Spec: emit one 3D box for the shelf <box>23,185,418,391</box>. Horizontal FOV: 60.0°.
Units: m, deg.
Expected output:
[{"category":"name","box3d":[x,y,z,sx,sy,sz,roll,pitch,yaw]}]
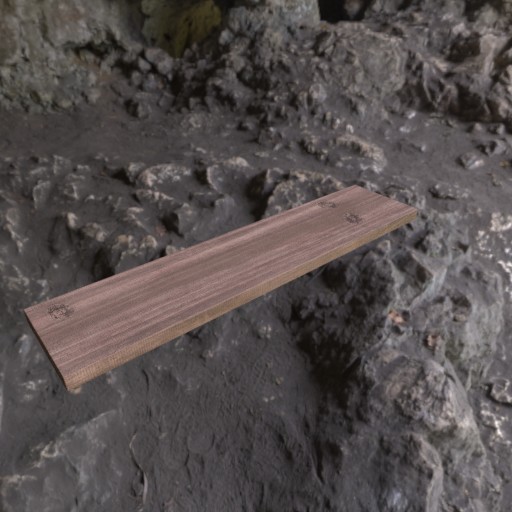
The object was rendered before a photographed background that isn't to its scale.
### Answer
[{"category":"shelf","box3d":[0.000,0.000,0.656,0.610,0.020,0.140,-23,39,-32]}]
